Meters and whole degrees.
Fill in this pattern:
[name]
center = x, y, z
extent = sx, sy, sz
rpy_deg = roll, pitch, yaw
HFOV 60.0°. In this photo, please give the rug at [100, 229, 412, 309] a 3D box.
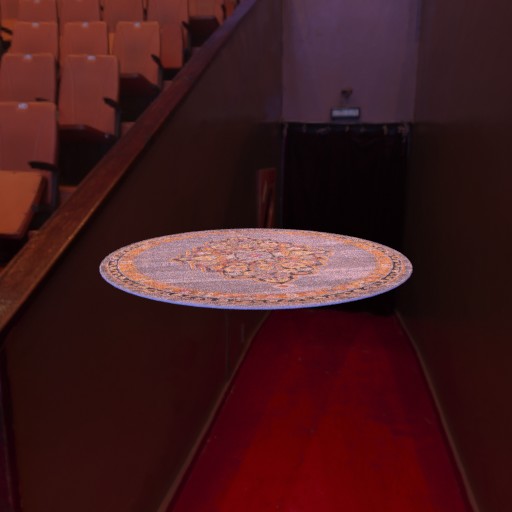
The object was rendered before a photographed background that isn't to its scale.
[rug]
center = 0.000, 0.000, 3.566
extent = 2.382, 0.014, 2.382
rpy_deg = 0, 14, 0
